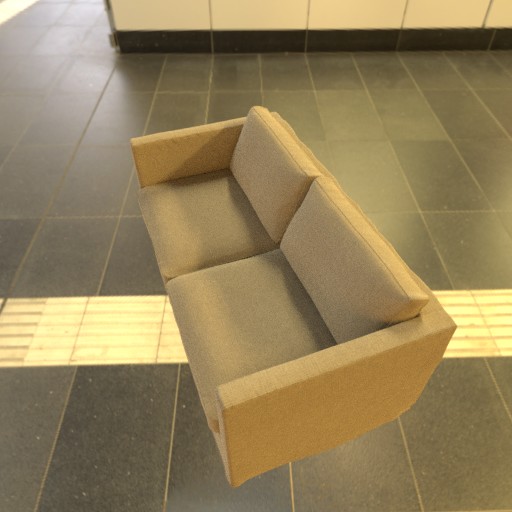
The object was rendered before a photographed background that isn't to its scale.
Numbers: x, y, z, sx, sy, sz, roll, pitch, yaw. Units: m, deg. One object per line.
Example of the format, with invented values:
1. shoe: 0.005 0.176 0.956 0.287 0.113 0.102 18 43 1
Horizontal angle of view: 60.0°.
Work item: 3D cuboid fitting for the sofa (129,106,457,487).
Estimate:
1. sofa: 0.000 0.000 2.272 0.956 0.828 1.766 -15 48 -14
